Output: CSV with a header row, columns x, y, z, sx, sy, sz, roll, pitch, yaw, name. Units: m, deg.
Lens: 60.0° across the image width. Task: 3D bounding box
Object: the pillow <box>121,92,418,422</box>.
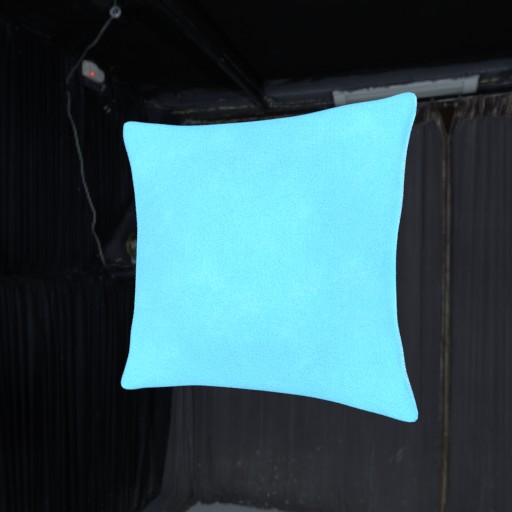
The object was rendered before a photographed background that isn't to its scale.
x,y,z,sx,sy,sz,roll,pitch,yaw,name
0.000,0.000,0.630,0.433,0.415,0.151,0,0,18,pillow
